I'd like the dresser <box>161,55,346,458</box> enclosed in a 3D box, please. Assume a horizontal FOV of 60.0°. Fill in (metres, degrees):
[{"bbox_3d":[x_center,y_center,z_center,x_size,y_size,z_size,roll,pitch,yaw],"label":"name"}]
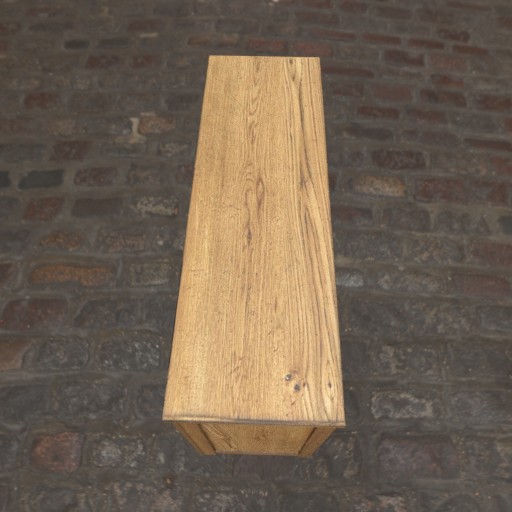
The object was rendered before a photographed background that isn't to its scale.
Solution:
[{"bbox_3d":[0.000,0.000,2.087,0.563,0.932,1.657,1,60,1],"label":"dresser"}]
